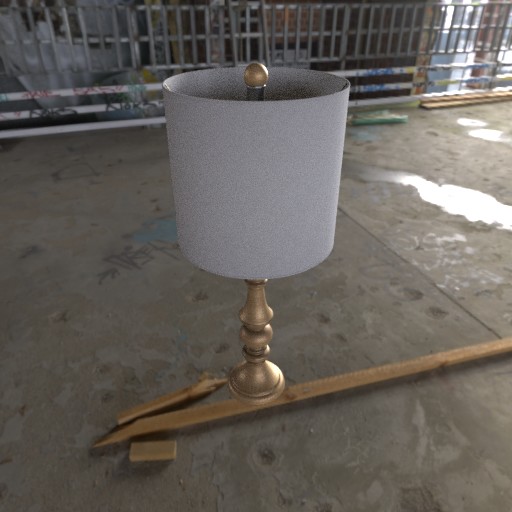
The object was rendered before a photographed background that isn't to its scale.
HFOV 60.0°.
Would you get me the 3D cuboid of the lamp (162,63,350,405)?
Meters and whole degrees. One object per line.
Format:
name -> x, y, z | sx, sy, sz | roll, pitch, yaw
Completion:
lamp -> 0.000, 0.000, 0.741 | 0.250, 0.597, 0.250 | 0, 31, 0
